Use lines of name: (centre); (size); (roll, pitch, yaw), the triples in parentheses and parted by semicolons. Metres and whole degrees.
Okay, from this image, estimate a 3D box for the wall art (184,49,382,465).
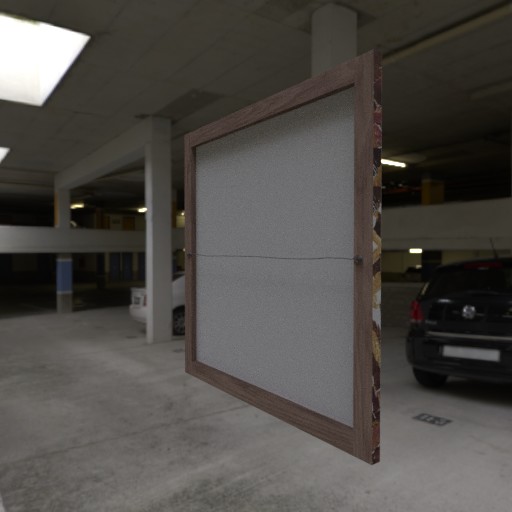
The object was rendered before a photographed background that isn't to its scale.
wall art: (0.000, 0.000, 1.123); (0.028, 0.762, 0.757); (-1, 1, -36)
